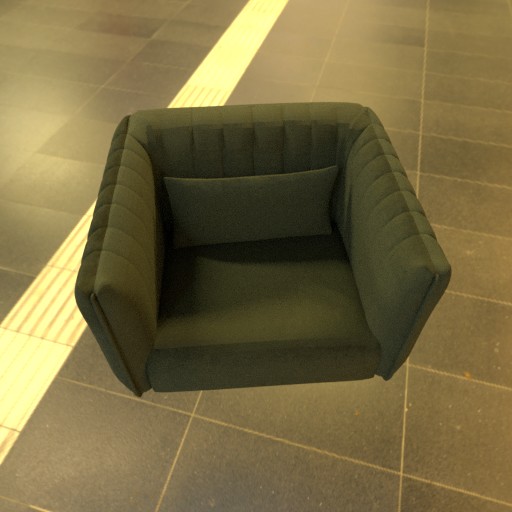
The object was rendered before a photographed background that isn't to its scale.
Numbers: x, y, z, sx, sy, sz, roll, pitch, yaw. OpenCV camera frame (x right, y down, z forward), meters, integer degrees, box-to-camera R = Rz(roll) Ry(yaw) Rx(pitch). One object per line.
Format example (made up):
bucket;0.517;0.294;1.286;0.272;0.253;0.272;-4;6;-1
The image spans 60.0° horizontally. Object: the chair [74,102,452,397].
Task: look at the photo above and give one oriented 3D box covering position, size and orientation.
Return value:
chair;0.000;0.000;1.647;1.032;0.794;0.877;-3;49;-3
